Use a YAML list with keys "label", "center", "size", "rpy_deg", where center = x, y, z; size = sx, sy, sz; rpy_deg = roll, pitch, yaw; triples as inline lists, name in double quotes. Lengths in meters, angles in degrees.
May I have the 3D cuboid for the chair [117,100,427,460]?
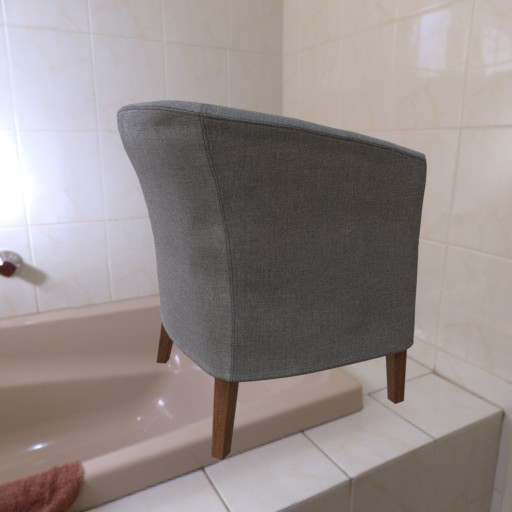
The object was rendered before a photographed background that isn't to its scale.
- label: "chair"
  center: [0.000, 0.000, 1.224]
  size: [0.668, 0.771, 0.600]
  rpy_deg: [-7, 16, -26]
